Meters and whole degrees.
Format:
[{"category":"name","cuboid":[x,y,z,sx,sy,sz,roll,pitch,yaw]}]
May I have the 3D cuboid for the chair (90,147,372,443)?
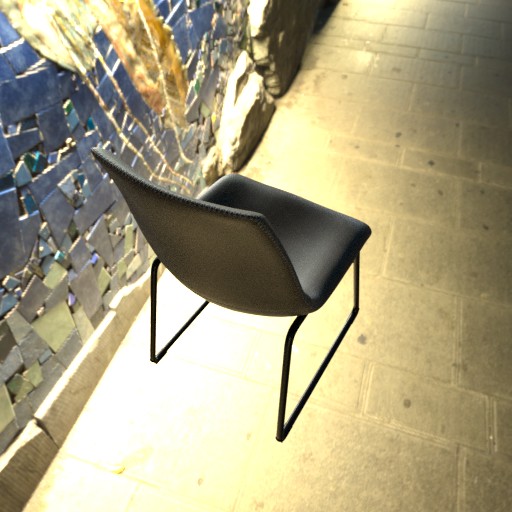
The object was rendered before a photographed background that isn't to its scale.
[{"category":"chair","cuboid":[0.000,0.000,1.105,0.460,0.780,0.550,25,51,22]}]
